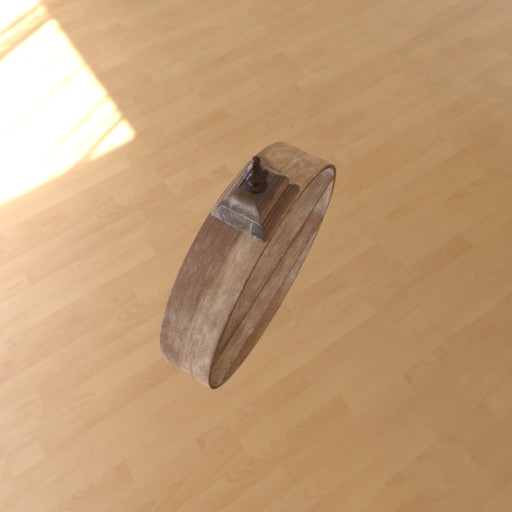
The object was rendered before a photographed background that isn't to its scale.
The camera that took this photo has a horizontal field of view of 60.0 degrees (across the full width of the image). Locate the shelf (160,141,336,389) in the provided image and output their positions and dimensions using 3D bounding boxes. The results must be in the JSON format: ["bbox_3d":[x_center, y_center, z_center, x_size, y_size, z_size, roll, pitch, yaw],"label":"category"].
[{"bbox_3d":[0.000,0.000,1.040,0.125,0.725,0.601,28,67,13],"label":"shelf"}]
